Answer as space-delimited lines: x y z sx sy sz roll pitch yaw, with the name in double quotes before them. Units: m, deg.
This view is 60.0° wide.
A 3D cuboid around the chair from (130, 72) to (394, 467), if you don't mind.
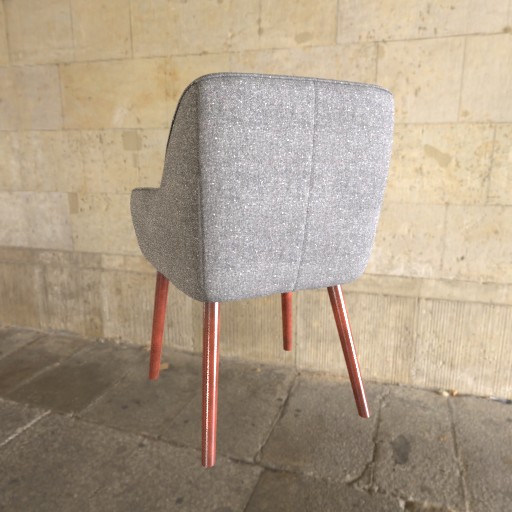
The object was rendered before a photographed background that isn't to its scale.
"chair" 0.000 0.000 1.151 0.543 0.803 0.519 -6 14 -25
